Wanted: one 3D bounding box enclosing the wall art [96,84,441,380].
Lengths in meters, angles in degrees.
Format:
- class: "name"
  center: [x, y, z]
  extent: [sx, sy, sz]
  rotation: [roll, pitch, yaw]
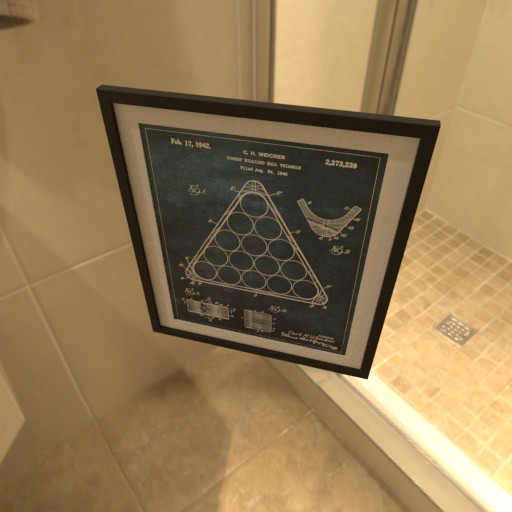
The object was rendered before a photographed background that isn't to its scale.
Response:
- class: "wall art"
  center: [0.000, 0.000, 1.232]
  extent: [0.755, 0.863, 0.028]
  rotation: [10, 42, 11]
